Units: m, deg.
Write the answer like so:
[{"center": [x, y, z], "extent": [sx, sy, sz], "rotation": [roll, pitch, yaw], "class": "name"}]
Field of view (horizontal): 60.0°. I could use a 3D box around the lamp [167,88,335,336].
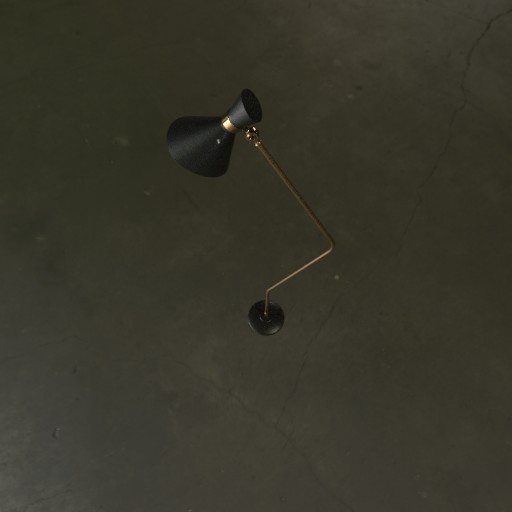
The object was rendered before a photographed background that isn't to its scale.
[{"center": [0.000, 0.000, 1.624], "extent": [0.467, 1.438, 0.277], "rotation": [35, 68, 17], "class": "lamp"}]
